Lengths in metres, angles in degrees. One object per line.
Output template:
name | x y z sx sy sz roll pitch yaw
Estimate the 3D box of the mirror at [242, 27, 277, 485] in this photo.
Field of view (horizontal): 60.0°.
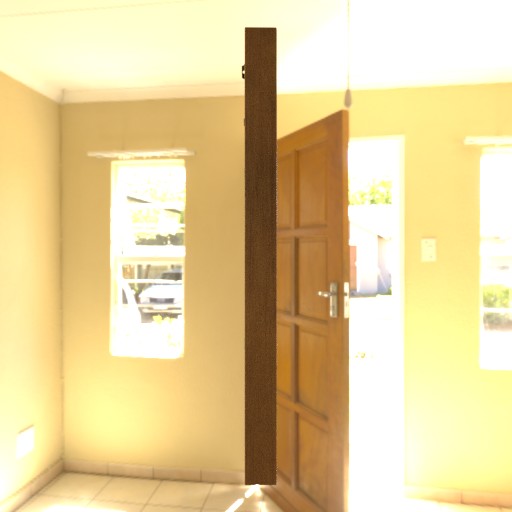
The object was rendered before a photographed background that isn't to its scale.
mirror | 0.000 0.000 0.695 0.041 0.509 0.406 0 0 -1
